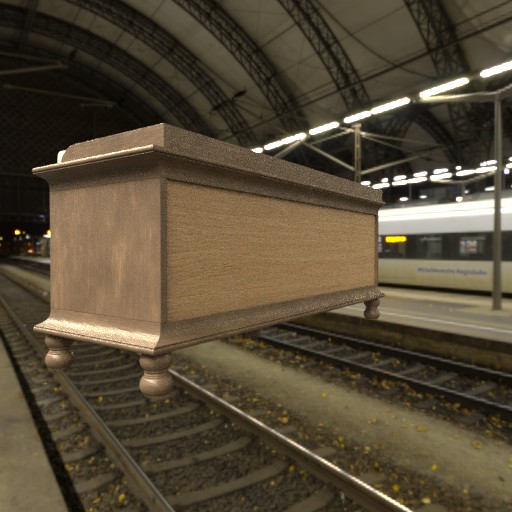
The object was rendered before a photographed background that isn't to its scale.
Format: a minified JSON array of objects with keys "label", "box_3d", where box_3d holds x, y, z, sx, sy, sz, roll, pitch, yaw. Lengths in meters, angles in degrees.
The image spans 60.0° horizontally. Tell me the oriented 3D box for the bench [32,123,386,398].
[{"label":"bench","box_3d":[0.000,0.000,1.372,0.402,0.501,1.185,1,1,35]}]
